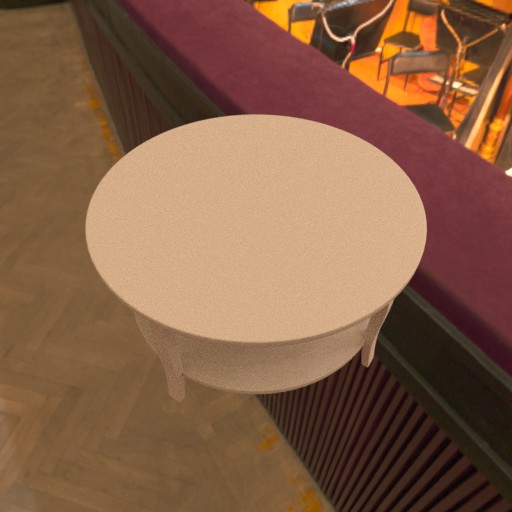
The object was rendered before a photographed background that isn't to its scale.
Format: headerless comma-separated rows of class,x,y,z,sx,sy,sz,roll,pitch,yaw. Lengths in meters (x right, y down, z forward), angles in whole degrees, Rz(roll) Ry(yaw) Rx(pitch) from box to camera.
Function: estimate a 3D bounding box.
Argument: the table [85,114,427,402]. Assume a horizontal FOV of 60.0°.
table,0.000,0.000,1.386,0.910,0.457,0.910,0,47,0
